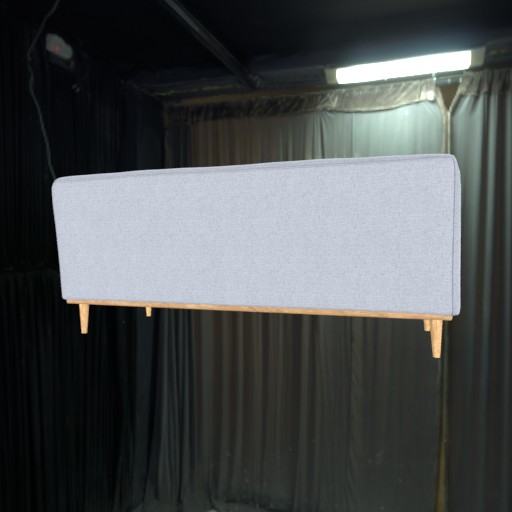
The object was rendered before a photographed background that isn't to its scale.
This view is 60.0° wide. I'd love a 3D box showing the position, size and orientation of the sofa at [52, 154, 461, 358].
[{"bbox_3d":[0.000,0.000,2.514,2.057,0.871,0.978,0,1,18],"label":"sofa"}]
